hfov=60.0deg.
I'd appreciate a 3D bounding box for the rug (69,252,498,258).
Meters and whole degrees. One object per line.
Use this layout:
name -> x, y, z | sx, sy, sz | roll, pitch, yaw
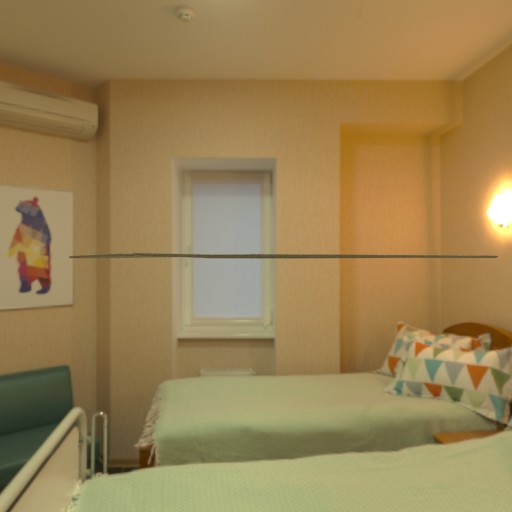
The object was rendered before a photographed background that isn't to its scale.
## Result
rug -> 0.000, 0.000, 4.103 | 2.461, 0.046, 3.237 | 0, 0, -38
